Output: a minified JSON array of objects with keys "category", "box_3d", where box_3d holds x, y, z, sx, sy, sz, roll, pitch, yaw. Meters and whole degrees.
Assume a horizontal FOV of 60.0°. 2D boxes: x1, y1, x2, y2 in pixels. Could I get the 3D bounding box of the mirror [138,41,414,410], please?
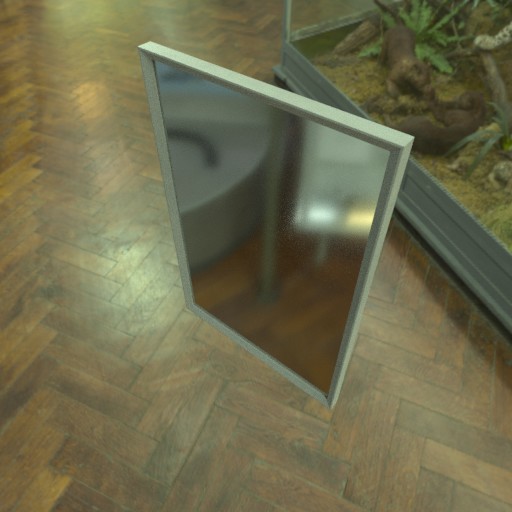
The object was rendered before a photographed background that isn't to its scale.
[{"category":"mirror","box_3d":[0.000,0.000,1.145,0.609,0.915,0.041,30,53,26]}]
